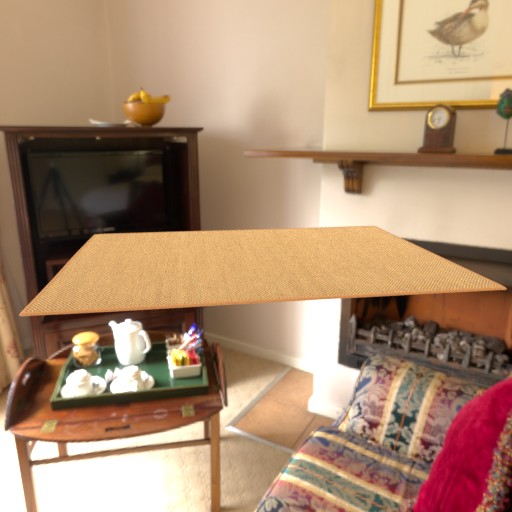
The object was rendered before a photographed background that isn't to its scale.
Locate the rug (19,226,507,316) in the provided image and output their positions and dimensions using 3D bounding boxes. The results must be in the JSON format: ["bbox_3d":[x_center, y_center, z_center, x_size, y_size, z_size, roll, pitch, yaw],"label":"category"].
[{"bbox_3d":[0.000,0.000,2.627,2.134,0.013,1.524,-2,15,-8],"label":"rug"}]
